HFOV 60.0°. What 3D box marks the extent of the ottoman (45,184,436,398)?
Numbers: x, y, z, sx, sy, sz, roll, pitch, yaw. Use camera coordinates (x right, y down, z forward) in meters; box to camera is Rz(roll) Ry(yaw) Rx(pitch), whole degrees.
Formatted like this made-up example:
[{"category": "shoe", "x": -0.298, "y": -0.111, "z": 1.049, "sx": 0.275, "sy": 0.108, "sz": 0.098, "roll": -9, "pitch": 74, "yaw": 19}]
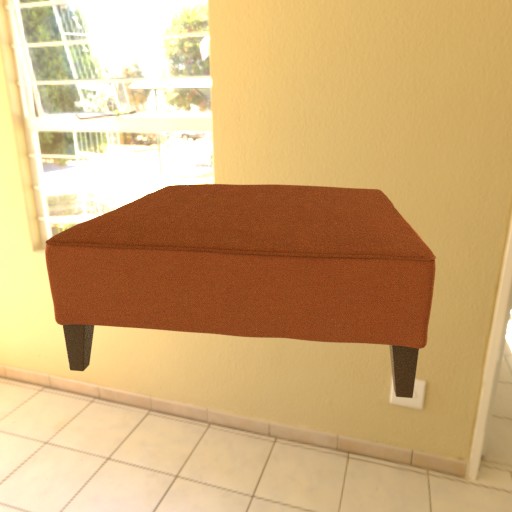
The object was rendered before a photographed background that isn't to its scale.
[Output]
[{"category": "ottoman", "x": 0.000, "y": 0.000, "z": 1.594, "sx": 0.997, "sy": 0.438, "sz": 0.999, "roll": 2, "pitch": 17, "yaw": 8}]
